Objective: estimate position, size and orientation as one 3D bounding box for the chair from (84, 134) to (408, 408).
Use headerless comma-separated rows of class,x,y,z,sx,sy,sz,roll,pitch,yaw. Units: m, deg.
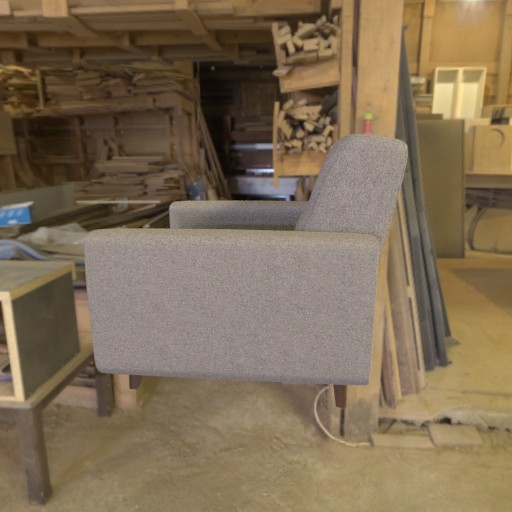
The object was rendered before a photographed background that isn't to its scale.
chair,0.000,0.000,1.593,0.907,0.839,0.831,2,14,9
